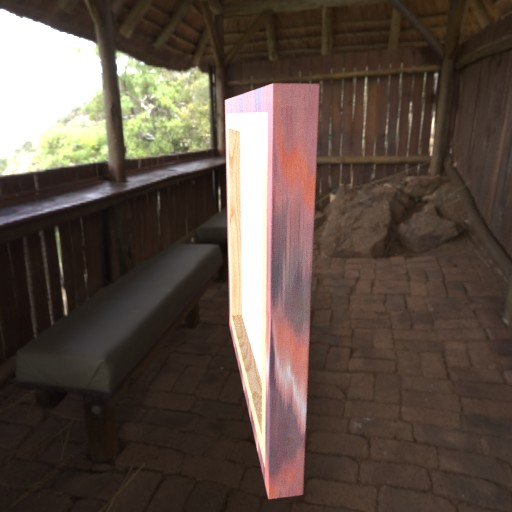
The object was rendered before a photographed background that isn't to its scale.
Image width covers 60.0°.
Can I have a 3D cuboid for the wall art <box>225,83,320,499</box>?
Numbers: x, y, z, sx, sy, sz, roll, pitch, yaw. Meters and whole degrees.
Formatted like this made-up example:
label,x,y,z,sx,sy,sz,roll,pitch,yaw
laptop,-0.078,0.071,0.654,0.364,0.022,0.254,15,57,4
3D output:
label,x,y,z,sx,sy,sz,roll,pitch,yaw
wall art,0.000,0.000,0.594,0.038,0.406,0.403,-3,18,-9
